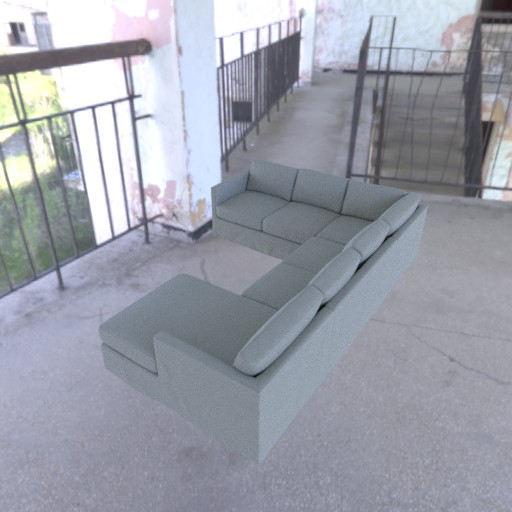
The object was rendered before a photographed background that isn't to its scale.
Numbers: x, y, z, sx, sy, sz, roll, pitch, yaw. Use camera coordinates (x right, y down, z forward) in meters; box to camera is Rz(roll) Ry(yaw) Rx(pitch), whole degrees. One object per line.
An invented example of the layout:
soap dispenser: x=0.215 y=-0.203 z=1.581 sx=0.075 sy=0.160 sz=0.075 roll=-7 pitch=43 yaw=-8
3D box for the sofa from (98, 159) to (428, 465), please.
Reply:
sofa: x=0.000 y=0.000 z=4.582 sx=2.427 sy=0.882 sz=3.460 roll=19 pitch=35 yaw=30
